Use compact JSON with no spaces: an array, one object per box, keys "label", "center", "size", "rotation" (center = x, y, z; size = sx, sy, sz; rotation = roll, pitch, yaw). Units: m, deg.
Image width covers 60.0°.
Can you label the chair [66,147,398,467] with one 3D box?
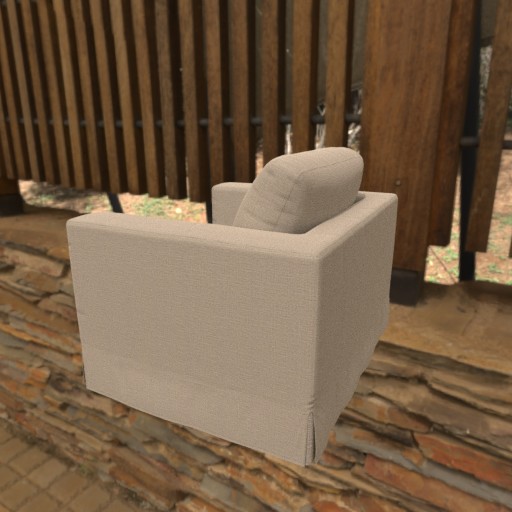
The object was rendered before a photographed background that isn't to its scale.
[{"label":"chair","center":[0.000,0.000,1.857],"size":[0.957,0.878,1.150],"rotation":[8,19,26]}]
